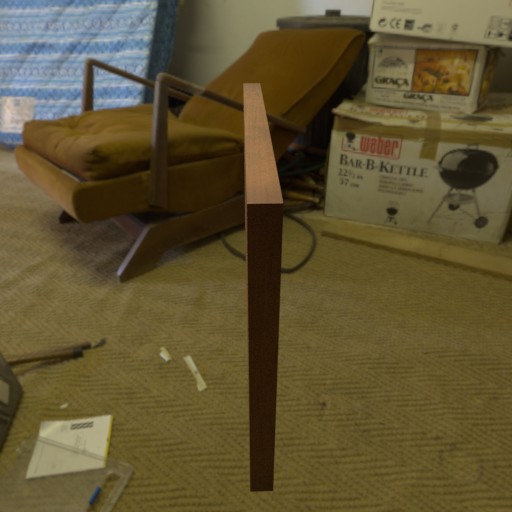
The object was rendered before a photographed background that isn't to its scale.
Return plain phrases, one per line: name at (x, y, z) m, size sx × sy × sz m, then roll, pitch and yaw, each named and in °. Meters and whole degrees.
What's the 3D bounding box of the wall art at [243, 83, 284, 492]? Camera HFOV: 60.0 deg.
wall art at (0.000, 0.000, 0.759) m, size 0.033 × 0.457 × 0.558 m, roll -1°, pitch 32°, yaw -1°
